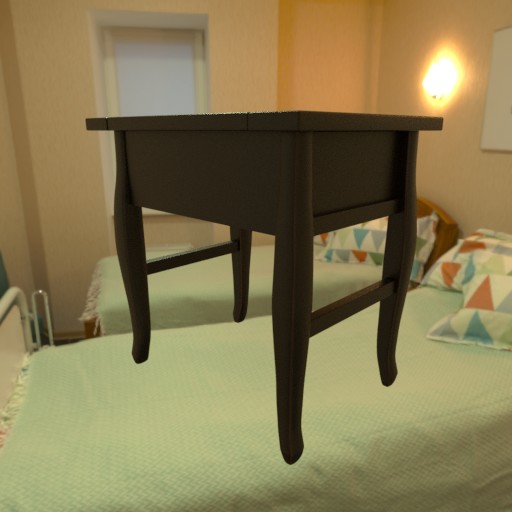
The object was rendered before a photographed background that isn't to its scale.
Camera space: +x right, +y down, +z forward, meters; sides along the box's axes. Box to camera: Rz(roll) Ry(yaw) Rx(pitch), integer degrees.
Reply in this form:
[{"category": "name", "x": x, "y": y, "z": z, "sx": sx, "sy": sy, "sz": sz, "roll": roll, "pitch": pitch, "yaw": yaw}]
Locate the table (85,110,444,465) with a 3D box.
[{"category": "table", "x": 0.000, "y": 0.000, "z": 1.012, "sx": 0.602, "sy": 0.604, "sz": 0.460, "roll": 15, "pitch": 22, "yaw": 42}]
